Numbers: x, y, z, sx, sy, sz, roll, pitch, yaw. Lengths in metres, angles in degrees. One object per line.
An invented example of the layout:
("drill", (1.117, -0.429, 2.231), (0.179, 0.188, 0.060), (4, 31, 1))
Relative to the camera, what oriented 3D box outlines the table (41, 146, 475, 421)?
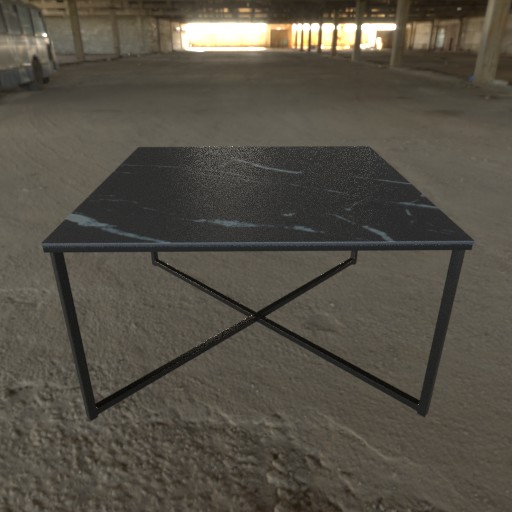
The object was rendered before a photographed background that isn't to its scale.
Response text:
("table", (0.000, 0.000, 1.273), (0.800, 0.450, 0.800), (0, 26, -1))
